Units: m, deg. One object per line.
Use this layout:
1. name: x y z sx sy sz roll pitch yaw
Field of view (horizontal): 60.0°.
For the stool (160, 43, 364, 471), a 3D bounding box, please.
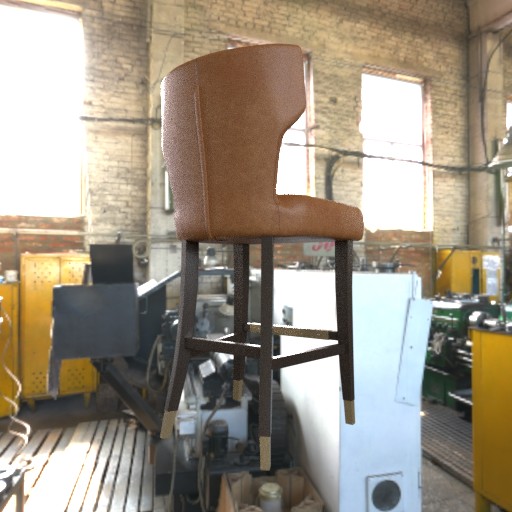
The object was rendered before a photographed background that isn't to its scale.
1. stool: 0.000 0.000 1.414 0.526 1.092 0.563 -1 -2 35
